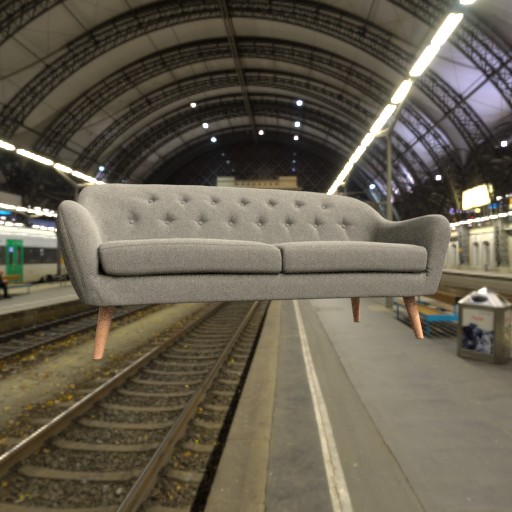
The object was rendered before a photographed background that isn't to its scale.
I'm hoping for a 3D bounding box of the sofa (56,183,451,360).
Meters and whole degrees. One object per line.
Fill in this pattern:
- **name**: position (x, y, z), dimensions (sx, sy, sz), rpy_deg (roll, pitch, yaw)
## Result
- **sofa**: position (0.000, 0.000, 2.290), dimensions (1.840, 0.820, 0.820), rpy_deg (0, 0, -18)
